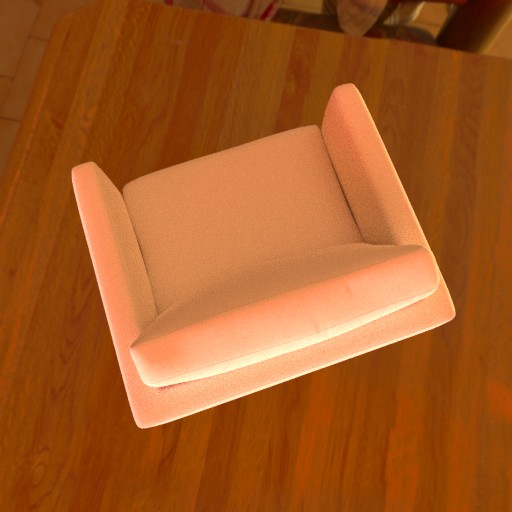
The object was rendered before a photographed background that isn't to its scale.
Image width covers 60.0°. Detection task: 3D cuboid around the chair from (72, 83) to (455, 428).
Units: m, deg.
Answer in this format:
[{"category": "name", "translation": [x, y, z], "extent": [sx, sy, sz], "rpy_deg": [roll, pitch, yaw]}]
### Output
[{"category": "chair", "translation": [0.000, 0.000, 1.616], "extent": [1.019, 0.885, 0.878], "rpy_deg": [-18, 78, -4]}]
